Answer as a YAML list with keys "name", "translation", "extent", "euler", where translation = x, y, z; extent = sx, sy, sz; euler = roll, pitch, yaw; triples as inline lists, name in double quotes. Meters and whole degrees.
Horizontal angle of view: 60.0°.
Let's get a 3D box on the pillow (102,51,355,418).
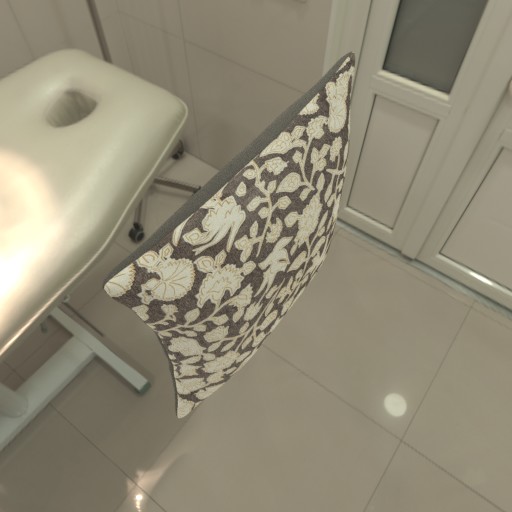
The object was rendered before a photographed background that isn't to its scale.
- name: "pillow"
  translation: [0.000, 0.000, 0.781]
  extent: [0.166, 0.507, 0.526]
  euler: [31, 62, 19]
